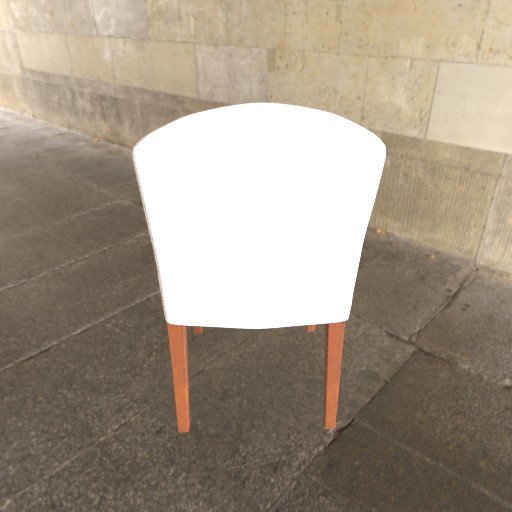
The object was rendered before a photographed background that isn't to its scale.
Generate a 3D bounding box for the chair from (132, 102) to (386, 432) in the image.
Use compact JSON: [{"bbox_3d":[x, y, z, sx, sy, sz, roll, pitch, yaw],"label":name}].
[{"bbox_3d":[0.000,0.000,1.202,0.472,0.893,0.540,-1,29,-1],"label":"chair"}]
